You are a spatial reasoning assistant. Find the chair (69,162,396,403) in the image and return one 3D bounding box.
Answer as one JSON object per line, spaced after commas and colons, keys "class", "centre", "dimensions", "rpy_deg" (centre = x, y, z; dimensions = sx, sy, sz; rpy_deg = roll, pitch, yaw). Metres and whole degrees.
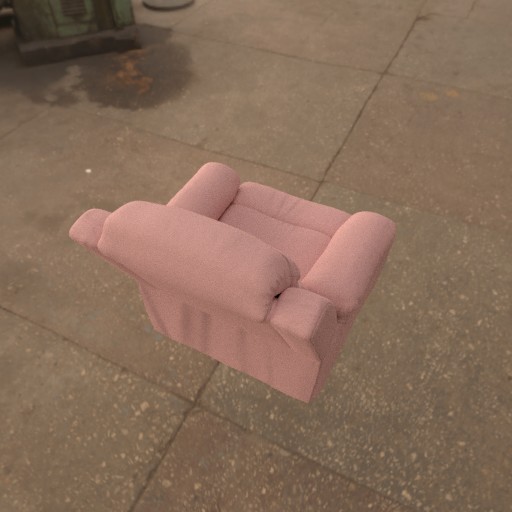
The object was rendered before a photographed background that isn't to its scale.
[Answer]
{"class": "chair", "centre": [0.000, 0.000, 1.293], "dimensions": [0.680, 0.702, 0.709], "rpy_deg": [21, 51, 18]}
